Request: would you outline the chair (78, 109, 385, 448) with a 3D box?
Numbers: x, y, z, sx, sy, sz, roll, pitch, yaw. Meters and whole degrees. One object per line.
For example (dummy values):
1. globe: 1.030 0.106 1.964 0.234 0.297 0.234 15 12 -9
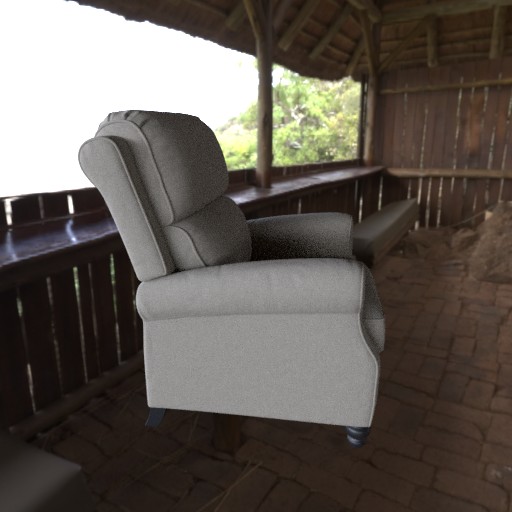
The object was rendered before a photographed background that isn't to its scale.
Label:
1. chair: 0.000 0.000 1.678 0.919 1.046 0.859 3 17 9
